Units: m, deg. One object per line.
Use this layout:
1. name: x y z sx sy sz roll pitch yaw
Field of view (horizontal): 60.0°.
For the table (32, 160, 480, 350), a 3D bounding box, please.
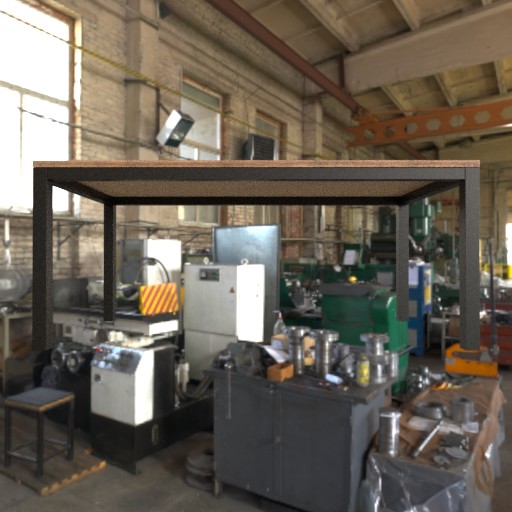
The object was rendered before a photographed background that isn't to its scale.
1. table: 0.000 0.000 2.231 1.805 0.767 0.893 0 0 0
